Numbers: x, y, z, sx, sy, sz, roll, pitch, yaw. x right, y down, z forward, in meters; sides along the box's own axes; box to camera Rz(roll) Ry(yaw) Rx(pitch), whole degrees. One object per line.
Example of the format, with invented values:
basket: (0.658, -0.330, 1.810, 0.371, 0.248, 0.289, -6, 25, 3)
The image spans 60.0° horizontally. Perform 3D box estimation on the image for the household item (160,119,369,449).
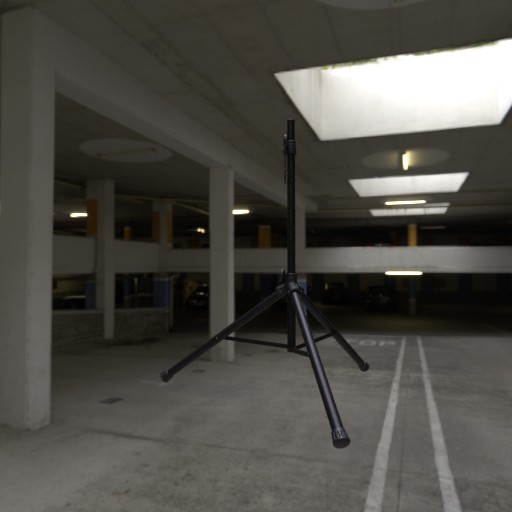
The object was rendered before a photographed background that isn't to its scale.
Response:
household item: (0.000, 0.000, 1.888, 0.907, 1.136, 1.045, -1, -2, 19)
